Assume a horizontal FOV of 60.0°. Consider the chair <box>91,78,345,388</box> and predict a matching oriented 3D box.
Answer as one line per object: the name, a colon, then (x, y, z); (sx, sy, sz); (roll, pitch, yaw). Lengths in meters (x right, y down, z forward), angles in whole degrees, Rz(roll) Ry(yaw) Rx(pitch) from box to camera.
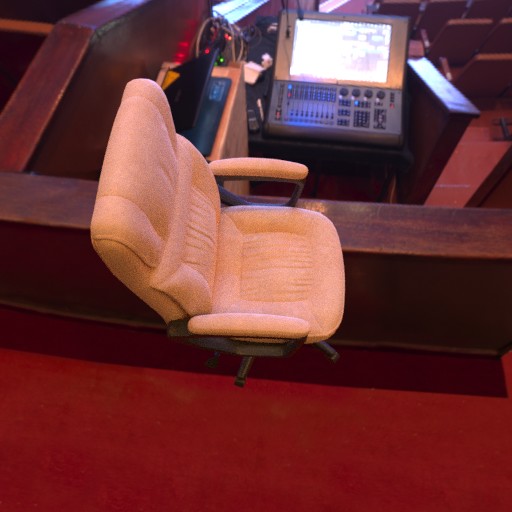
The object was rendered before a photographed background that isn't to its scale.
chair: (0.000, 0.000, 1.502); (0.724, 1.105, 0.667); (2, 62, 1)
